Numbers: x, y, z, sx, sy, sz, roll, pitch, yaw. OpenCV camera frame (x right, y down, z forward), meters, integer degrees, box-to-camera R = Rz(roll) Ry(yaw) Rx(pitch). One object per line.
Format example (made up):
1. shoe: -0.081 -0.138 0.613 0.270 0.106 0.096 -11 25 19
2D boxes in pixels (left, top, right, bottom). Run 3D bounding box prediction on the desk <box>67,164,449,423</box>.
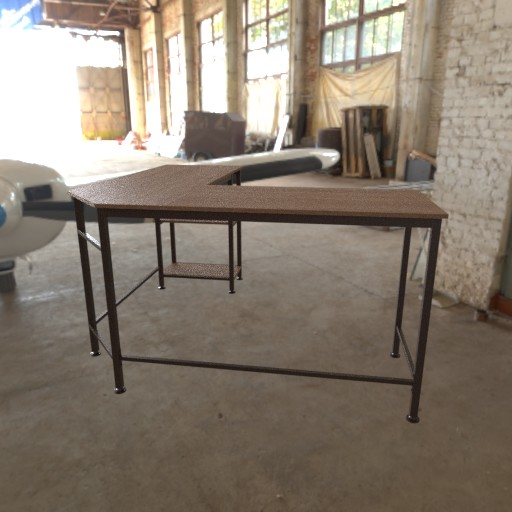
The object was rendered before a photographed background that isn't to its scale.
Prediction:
1. desk: 0.000 0.000 2.179 1.379 0.739 1.379 3 17 9
